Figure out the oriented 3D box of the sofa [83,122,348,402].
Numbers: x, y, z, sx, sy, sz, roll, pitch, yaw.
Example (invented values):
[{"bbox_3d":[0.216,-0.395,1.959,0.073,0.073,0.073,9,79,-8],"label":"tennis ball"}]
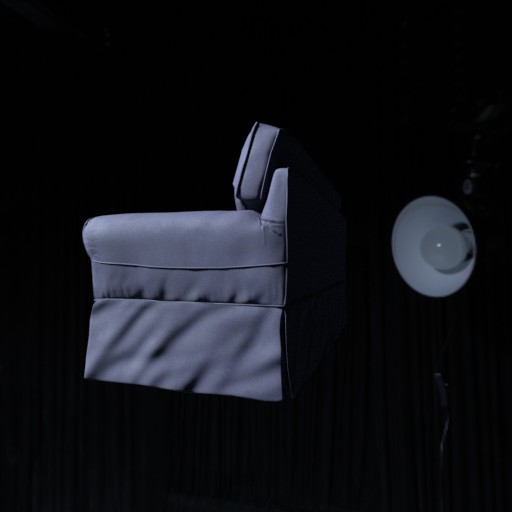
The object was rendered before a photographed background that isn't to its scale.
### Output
[{"bbox_3d":[0.000,0.000,2.832,0.983,1.094,2.256,0,0,17],"label":"sofa"}]
